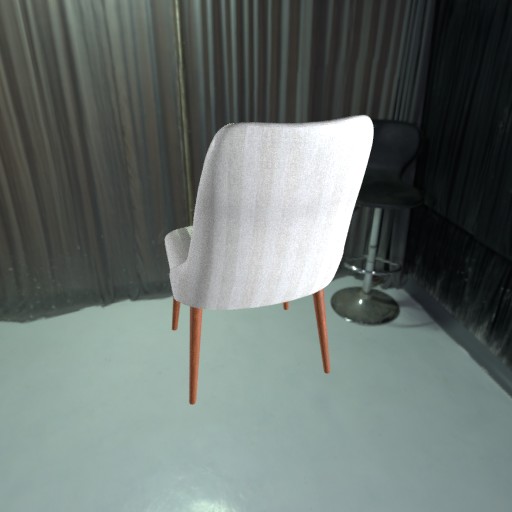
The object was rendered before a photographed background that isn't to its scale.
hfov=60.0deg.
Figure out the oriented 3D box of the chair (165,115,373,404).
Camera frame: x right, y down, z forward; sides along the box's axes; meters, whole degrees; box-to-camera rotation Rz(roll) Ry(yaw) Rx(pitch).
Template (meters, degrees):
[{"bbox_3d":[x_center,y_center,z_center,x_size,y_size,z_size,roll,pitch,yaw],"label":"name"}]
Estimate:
[{"bbox_3d":[0.000,0.000,1.338,0.526,0.917,0.684,-8,29,-15],"label":"chair"}]
